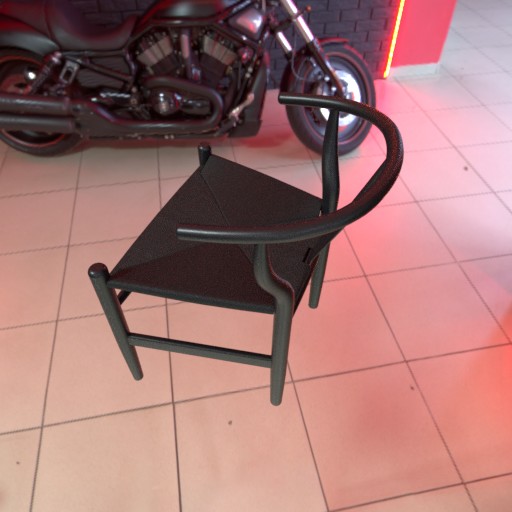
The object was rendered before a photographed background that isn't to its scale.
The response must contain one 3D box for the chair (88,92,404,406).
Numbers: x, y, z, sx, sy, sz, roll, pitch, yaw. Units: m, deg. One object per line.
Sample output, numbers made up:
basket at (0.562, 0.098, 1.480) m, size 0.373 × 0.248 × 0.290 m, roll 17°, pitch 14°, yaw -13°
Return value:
chair at (0.000, 0.000, 1.146) m, size 0.579 × 0.730 × 0.569 m, roll 16°, pitch 49°, yaw 15°
